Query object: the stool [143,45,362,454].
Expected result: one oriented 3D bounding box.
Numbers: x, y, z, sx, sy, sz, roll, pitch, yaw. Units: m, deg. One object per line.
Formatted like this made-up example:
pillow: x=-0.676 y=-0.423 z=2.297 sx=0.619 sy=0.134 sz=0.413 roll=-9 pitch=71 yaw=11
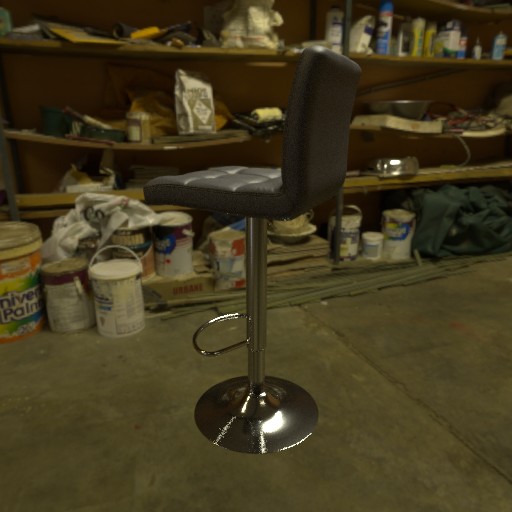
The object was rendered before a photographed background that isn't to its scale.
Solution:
stool: x=0.000 y=0.000 z=1.362 sx=0.505 sy=1.115 sz=0.430 roll=8 pitch=19 yaw=23
